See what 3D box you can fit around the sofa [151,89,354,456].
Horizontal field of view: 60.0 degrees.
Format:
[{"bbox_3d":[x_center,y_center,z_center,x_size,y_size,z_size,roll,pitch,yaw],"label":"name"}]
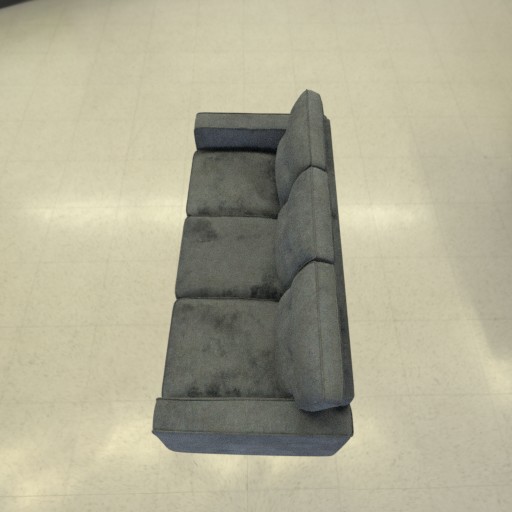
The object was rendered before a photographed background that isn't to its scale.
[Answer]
[{"bbox_3d":[0.000,0.000,2.680,0.939,0.965,2.133,1,58,1],"label":"sofa"}]
